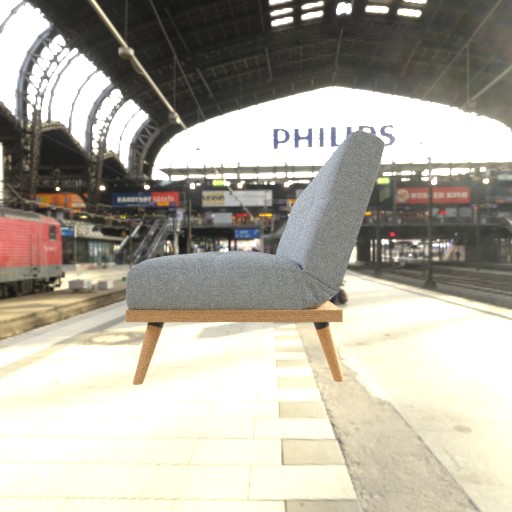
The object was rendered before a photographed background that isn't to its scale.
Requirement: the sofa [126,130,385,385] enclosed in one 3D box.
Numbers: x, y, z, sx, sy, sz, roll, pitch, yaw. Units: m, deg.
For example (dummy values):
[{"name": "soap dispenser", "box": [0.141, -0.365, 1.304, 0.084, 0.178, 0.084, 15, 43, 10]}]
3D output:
[{"name": "sofa", "box": [0.000, 0.000, 2.240, 0.800, 0.800, 1.820, 0, 0, 0]}]
